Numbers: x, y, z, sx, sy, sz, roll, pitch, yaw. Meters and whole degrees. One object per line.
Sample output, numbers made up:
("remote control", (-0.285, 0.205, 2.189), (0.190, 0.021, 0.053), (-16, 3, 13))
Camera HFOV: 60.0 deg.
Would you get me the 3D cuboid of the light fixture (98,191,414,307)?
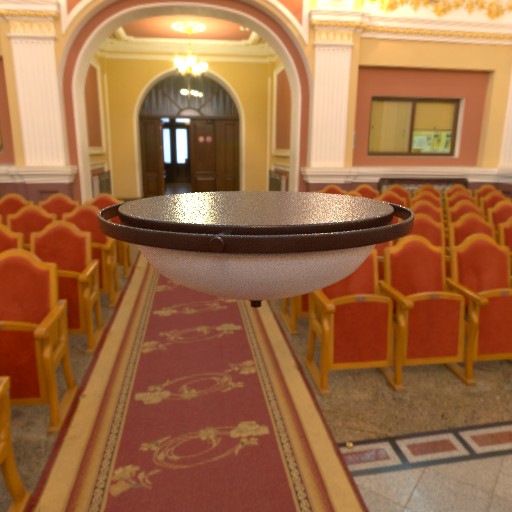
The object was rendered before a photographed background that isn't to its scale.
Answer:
("light fixture", (0.000, 0.000, 0.548), (0.361, 0.130, 0.361), (0, 14, 0))
